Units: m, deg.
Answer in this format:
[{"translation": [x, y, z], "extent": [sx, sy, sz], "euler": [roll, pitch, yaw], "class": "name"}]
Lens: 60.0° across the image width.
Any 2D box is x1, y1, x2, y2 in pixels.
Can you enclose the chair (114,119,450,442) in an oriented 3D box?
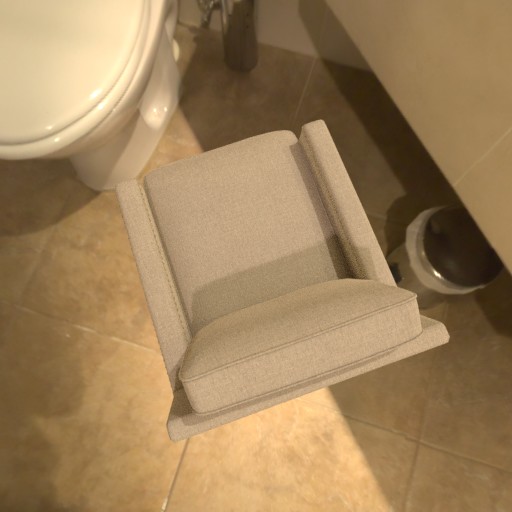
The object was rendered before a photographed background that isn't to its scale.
[{"translation": [0.000, 0.000, 1.681], "extent": [0.853, 0.943, 1.014], "euler": [-19, 76, -5], "class": "chair"}]
